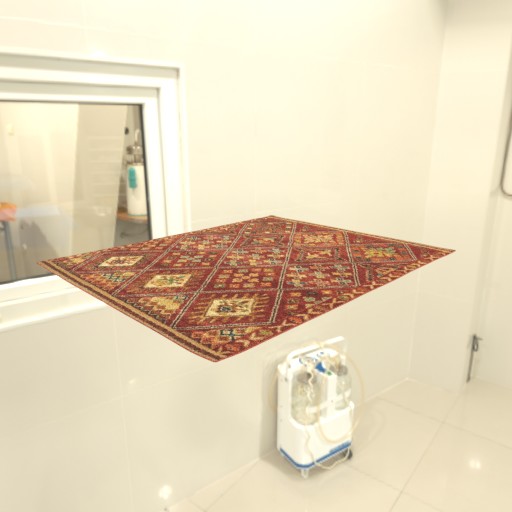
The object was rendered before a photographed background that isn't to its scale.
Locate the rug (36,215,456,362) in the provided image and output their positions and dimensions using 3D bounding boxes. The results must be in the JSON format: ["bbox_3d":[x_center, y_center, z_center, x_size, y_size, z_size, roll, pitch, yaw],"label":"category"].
[{"bbox_3d":[0.000,0.000,4.152,3.086,0.030,2.489,-16,23,-43],"label":"rug"}]
